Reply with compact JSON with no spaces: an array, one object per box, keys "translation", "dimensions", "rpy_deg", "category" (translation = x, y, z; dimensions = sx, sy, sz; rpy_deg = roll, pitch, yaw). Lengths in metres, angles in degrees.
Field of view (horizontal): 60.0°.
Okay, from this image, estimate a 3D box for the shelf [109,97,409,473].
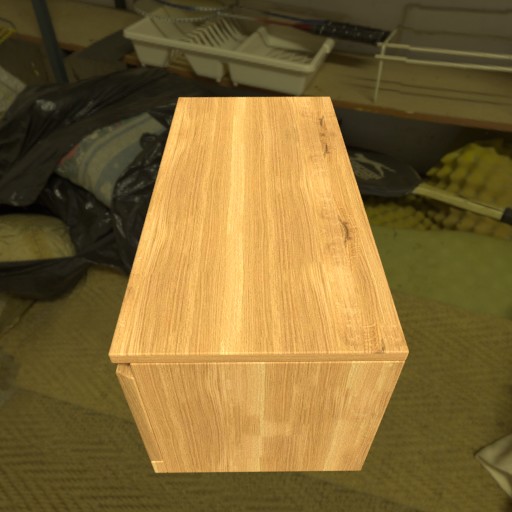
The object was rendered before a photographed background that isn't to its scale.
[{"translation":[0.000,0.000,1.015],"dimensions":[0.400,0.400,0.800],"rpy_deg":[0,43,0],"category":"shelf"}]
